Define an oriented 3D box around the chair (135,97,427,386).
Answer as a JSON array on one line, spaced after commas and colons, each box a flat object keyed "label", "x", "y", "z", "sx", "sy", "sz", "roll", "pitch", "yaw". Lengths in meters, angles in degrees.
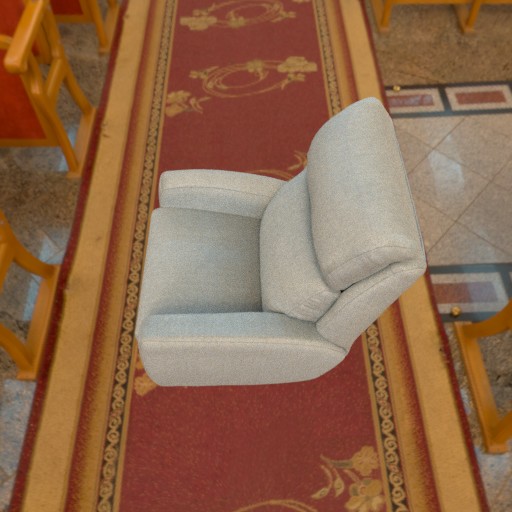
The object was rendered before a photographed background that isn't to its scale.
[{"label": "chair", "x": 0.000, "y": 0.000, "z": 1.685, "sx": 0.940, "sy": 1.016, "sz": 0.794, "roll": -1, "pitch": 58, "yaw": 0}]
